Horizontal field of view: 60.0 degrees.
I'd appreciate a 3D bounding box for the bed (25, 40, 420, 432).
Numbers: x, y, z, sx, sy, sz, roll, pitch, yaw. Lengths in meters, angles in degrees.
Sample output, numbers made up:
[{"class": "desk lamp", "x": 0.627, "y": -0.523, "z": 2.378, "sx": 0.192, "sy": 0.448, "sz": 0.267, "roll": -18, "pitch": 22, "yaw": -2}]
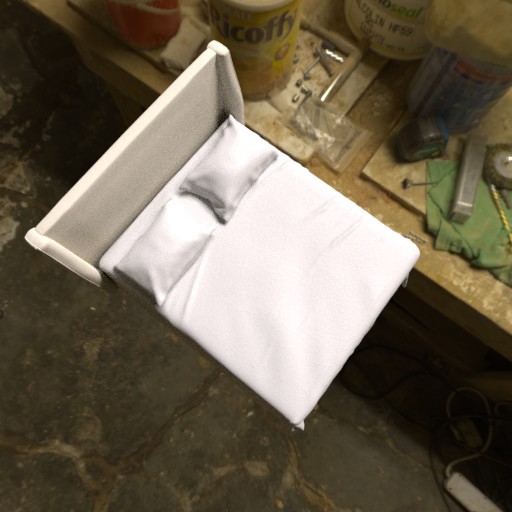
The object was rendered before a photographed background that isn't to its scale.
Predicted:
[{"class": "bed", "x": 0.000, "y": 0.000, "z": 3.432, "sx": 2.276, "sy": 1.332, "sz": 1.925, "roll": 37, "pitch": 78, "yaw": 9}]
